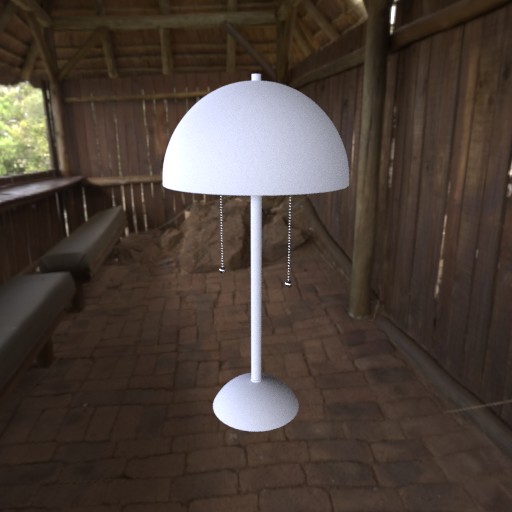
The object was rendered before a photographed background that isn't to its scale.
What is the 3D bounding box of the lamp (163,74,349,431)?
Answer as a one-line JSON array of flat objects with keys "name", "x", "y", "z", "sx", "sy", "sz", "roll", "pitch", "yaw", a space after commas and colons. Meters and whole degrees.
[{"name": "lamp", "x": 0.000, "y": 0.000, "z": 0.433, "sx": 0.171, "sy": 0.330, "sz": 0.171, "roll": 0, "pitch": 15, "yaw": 0}]
